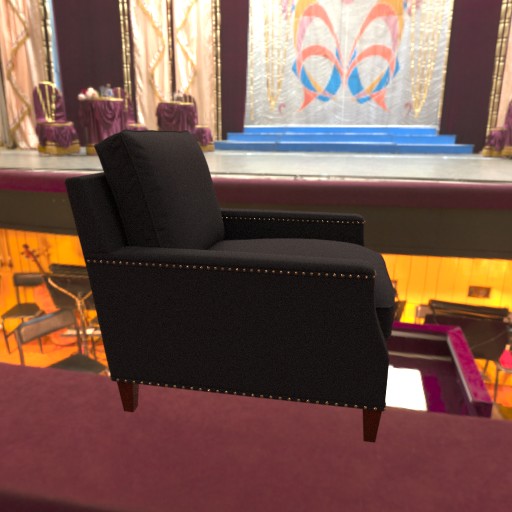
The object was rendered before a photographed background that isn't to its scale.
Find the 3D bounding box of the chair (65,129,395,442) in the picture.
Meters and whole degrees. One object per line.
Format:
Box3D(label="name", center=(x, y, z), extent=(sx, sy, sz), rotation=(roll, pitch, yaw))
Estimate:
Box3D(label="chair", center=(0.000, 0.000, 1.719), extent=(1.014, 0.943, 0.853), rotation=(3, 16, 11))
